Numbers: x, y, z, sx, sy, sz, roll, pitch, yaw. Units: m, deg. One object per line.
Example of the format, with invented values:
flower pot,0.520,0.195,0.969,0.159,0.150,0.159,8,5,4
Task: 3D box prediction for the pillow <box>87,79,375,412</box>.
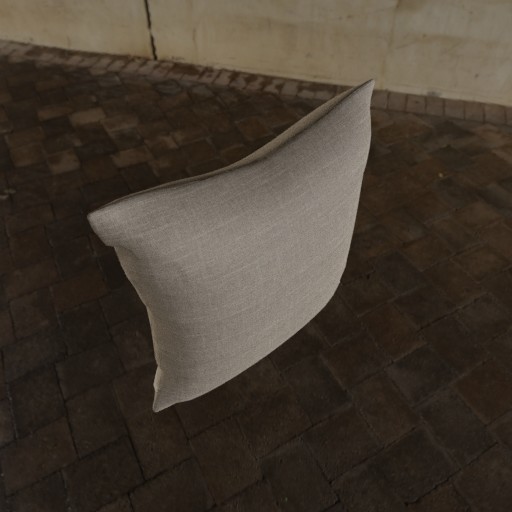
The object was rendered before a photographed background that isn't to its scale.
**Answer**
pillow,0.000,0.000,0.634,0.424,0.400,0.169,-33,55,-27
